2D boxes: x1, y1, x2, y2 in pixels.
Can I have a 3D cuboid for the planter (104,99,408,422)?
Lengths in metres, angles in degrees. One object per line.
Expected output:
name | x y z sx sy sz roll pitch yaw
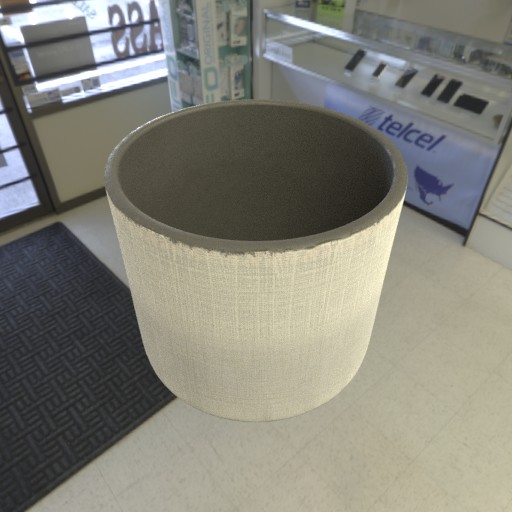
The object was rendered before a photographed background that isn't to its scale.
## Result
planter | 0.000 0.000 0.397 0.226 0.201 0.226 0 41 0
